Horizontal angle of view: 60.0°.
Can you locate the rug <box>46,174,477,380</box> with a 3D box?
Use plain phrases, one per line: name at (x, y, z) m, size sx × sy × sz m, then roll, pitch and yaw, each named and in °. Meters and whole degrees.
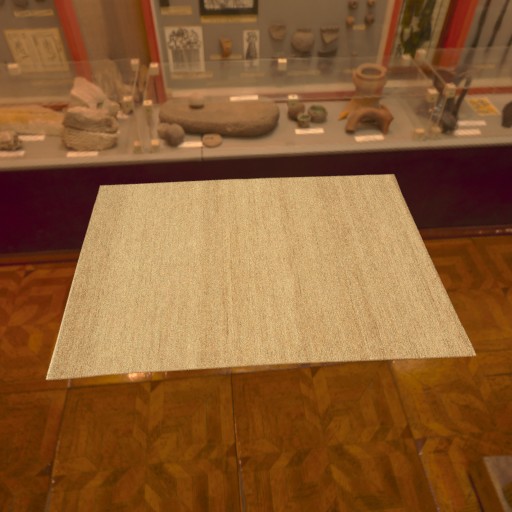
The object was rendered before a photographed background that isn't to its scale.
rug at (0.000, 0.000, 2.870) m, size 2.283 × 0.030 × 1.596 m, roll -3°, pitch 48°, yaw -2°
